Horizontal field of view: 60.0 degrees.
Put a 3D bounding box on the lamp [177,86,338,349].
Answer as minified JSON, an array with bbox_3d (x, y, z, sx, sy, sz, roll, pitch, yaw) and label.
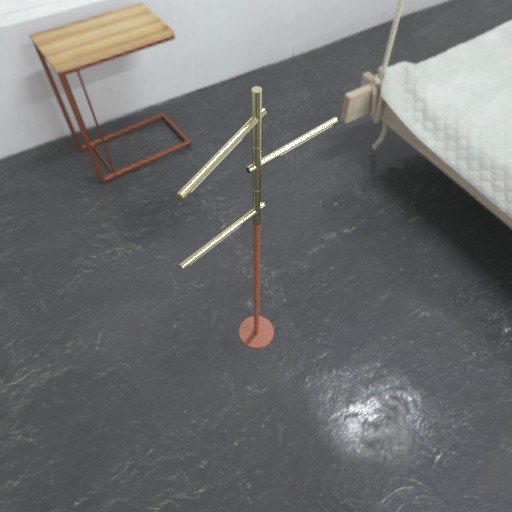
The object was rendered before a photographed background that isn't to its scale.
[{"bbox_3d":[0.000,0.000,1.965,0.209,1.704,0.737,33,63,20],"label":"lamp"}]
